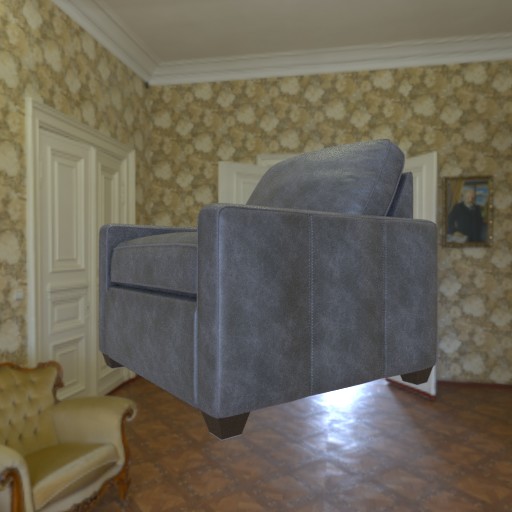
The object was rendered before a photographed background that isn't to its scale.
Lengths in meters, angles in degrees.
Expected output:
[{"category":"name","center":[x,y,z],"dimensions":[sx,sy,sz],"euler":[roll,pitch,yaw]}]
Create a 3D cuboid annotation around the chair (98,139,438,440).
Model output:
[{"category":"chair","center":[0.000,0.000,1.730],"dimensions":[0.939,0.916,1.006],"euler":[0,0,-36]}]
